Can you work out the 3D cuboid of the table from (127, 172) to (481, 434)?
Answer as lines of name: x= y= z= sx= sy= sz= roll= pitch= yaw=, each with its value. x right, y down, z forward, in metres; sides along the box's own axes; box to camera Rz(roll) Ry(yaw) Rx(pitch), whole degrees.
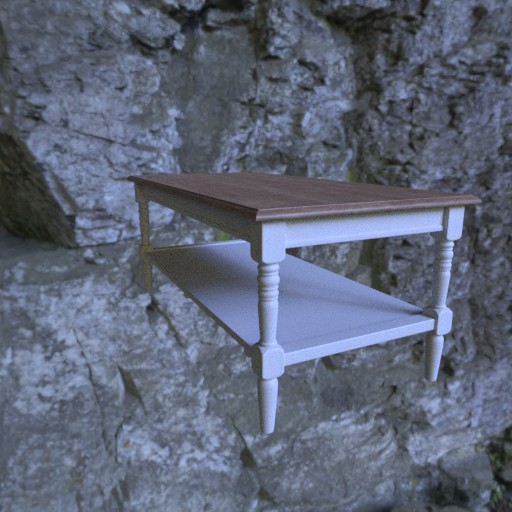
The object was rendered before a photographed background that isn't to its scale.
table: x=0.000 y=0.000 z=1.397 sx=0.559 sy=0.458 sz=1.118 roll=-7 pitch=15 yaw=-26
